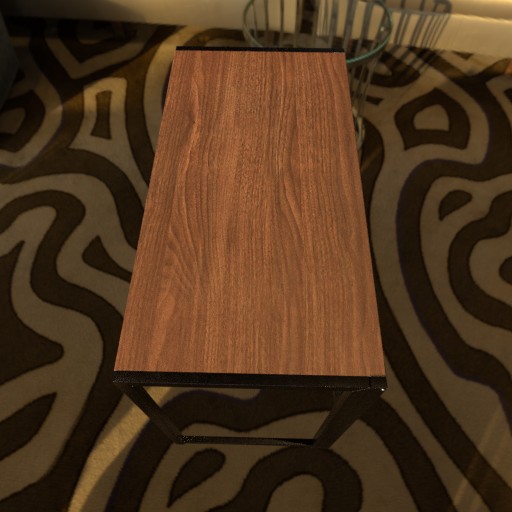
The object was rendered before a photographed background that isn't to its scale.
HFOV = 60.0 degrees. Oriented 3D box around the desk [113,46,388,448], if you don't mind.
[{"bbox_3d":[0.000,0.000,1.401,0.508,0.762,1.016,1,59,1],"label":"desk"}]
